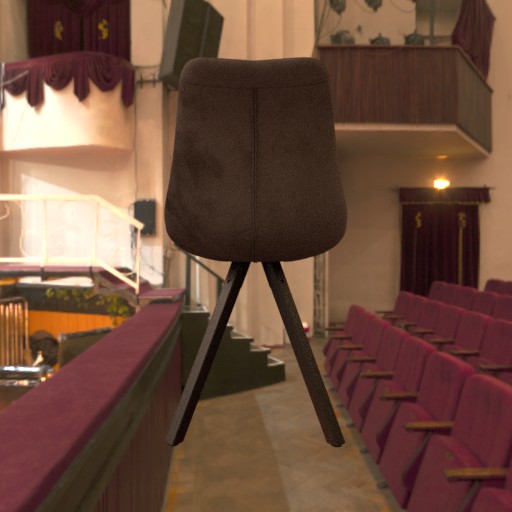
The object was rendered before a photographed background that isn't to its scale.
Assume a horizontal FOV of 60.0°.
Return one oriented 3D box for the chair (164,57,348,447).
[{"bbox_3d":[0.000,0.000,1.201,0.476,0.850,0.550,0,1,1],"label":"chair"}]
